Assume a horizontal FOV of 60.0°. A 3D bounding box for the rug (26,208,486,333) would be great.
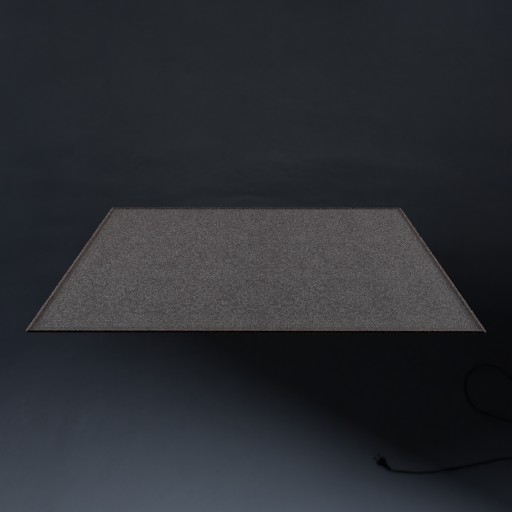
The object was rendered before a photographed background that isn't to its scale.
[{"bbox_3d":[0.000,0.000,2.854,2.286,0.011,1.524,0,30,0],"label":"rug"}]
